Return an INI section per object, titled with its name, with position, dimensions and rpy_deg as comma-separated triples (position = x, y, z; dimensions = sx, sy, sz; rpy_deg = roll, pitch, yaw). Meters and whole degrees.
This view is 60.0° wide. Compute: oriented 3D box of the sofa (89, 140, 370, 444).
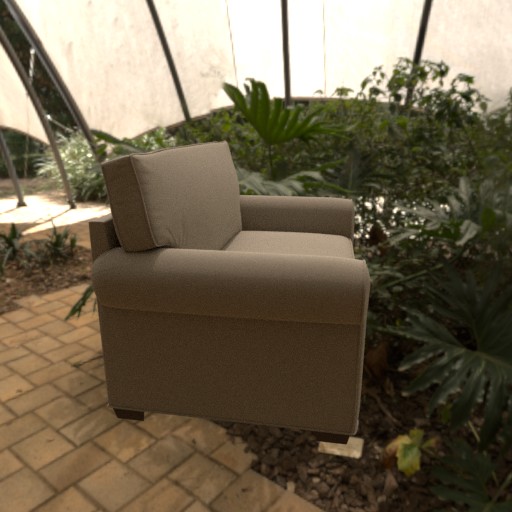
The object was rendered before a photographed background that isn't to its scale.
[sofa]
position = 0.000, 0.000, 2.067
dimensions = 0.937, 1.006, 1.405
rpy_deg = 3, 17, 9
